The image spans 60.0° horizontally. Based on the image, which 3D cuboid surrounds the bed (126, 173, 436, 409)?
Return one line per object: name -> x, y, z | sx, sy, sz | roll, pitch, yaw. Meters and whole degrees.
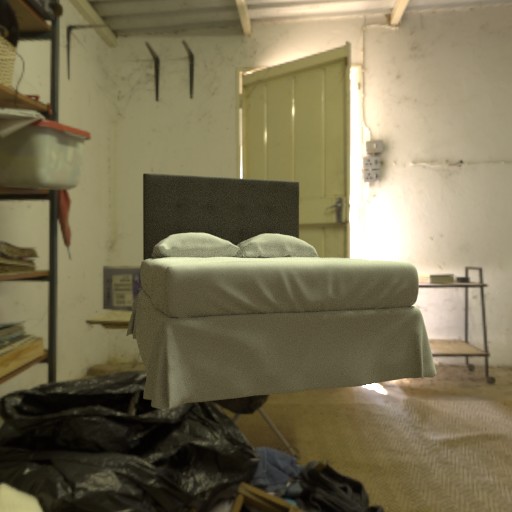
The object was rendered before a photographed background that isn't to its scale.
bed -> 0.000, 0.000, 3.580 | 1.936, 1.577, 2.222 | 0, 1, -18
